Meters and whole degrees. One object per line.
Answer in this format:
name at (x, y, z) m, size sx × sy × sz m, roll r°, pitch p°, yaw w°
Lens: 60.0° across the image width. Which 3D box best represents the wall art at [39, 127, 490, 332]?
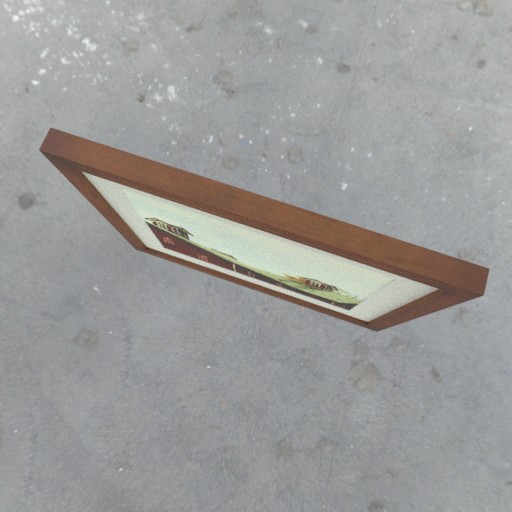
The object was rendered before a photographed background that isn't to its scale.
wall art at (0.000, 0.000, 0.751) m, size 0.558 × 0.457 × 0.033 m, roll 18°, pitch 76°, yaw 5°
